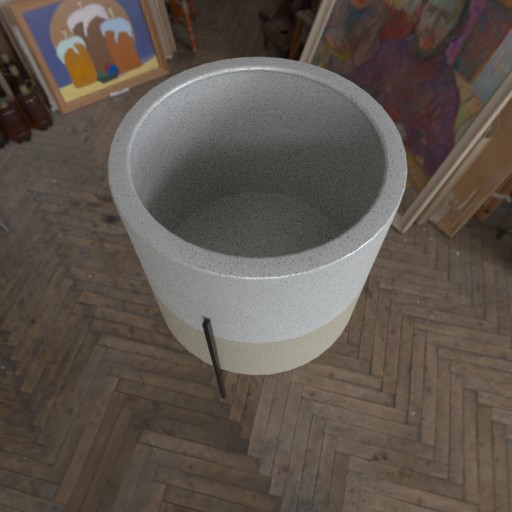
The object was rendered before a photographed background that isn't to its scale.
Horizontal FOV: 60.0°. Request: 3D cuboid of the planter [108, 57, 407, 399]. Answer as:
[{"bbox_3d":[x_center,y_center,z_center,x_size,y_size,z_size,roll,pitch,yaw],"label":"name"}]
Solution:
[{"bbox_3d":[0.000,0.000,0.734,0.359,0.484,0.368,17,60,10],"label":"planter"}]
